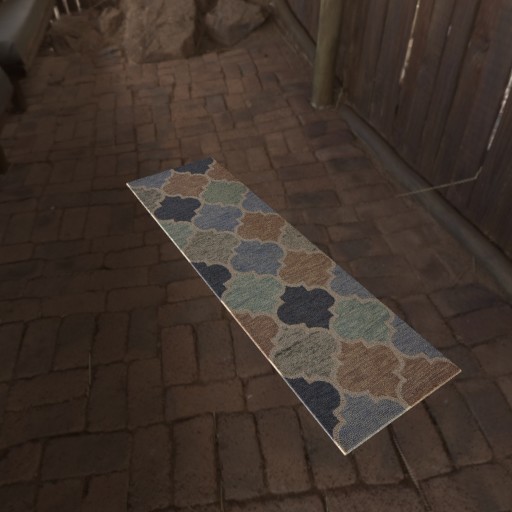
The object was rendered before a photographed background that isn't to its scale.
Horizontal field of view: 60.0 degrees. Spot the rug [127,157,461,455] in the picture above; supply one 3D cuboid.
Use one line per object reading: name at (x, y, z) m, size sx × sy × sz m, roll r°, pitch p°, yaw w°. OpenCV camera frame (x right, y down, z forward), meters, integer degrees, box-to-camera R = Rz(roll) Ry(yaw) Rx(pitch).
rug at (0.000, 0.000, 2.545) m, size 0.687 × 0.011 × 2.287 m, roll -23°, pitch 47°, yaw -24°
